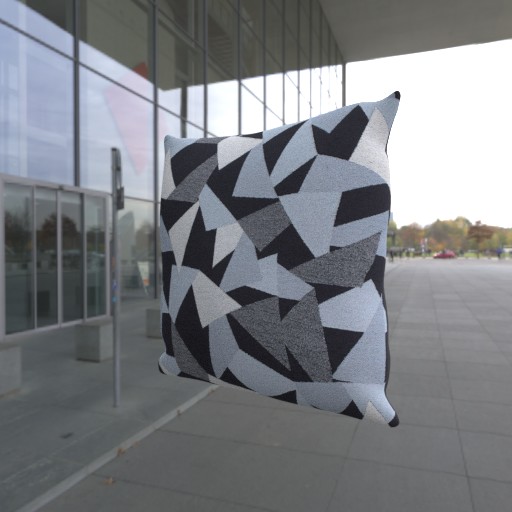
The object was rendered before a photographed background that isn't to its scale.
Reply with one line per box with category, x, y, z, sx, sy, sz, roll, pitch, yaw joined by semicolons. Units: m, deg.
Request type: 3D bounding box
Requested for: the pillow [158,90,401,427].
pillow;0.000;0.000;0.779;0.503;0.496;0.208;1;1;36
